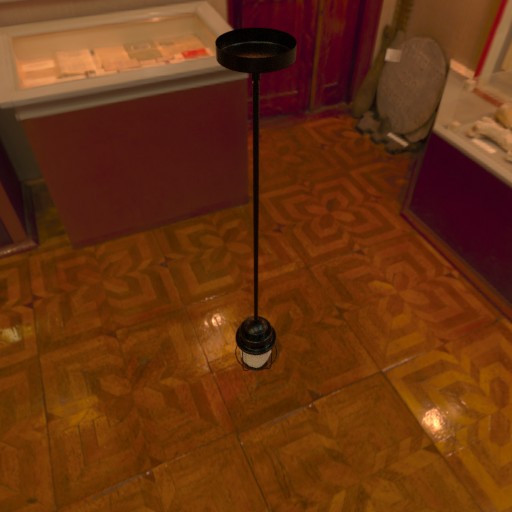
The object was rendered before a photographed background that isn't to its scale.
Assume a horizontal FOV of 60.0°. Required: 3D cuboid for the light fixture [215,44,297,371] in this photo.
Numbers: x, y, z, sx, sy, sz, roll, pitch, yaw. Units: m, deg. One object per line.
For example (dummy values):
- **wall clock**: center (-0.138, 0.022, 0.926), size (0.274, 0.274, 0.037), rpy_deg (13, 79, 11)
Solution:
- **light fixture**: center (0.000, 0.000, 0.996), size (0.123, 0.920, 0.123), rpy_deg (-16, 47, -15)
